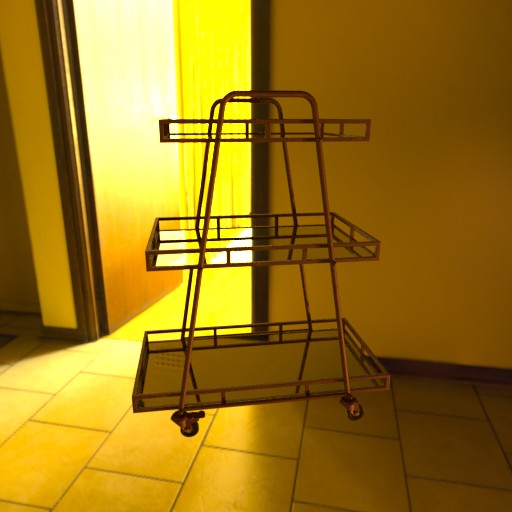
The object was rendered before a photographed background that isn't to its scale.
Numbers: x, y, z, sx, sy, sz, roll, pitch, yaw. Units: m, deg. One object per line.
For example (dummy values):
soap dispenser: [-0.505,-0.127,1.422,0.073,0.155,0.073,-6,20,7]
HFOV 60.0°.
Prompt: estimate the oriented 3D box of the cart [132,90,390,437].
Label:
cart: [0.000,0.000,1.291,0.711,0.883,0.441,-3,17,-8]
